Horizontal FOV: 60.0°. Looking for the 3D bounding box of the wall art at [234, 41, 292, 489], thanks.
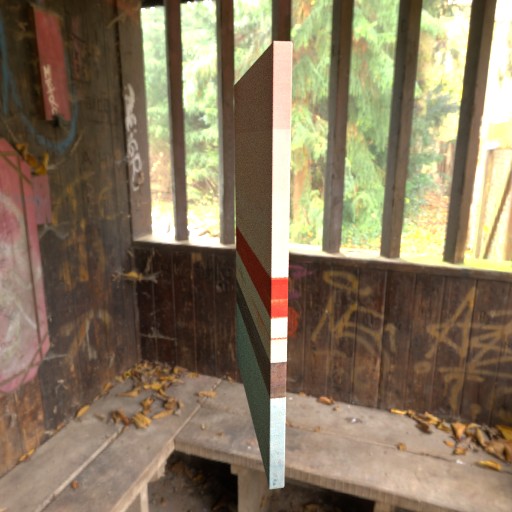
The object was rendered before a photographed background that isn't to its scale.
[{"bbox_3d":[0.000,0.000,1.166,0.038,0.914,0.610,-2,15,-9],"label":"wall art"}]
